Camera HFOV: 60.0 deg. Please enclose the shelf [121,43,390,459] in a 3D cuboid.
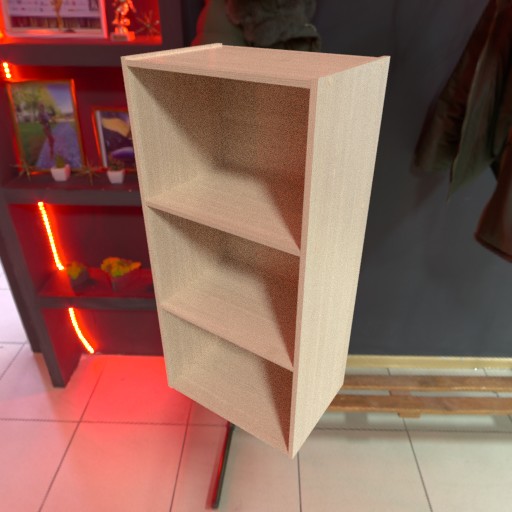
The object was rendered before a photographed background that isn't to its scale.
[{"bbox_3d":[0.000,0.000,1.060,0.417,0.876,0.292,19,36,29],"label":"shelf"}]
